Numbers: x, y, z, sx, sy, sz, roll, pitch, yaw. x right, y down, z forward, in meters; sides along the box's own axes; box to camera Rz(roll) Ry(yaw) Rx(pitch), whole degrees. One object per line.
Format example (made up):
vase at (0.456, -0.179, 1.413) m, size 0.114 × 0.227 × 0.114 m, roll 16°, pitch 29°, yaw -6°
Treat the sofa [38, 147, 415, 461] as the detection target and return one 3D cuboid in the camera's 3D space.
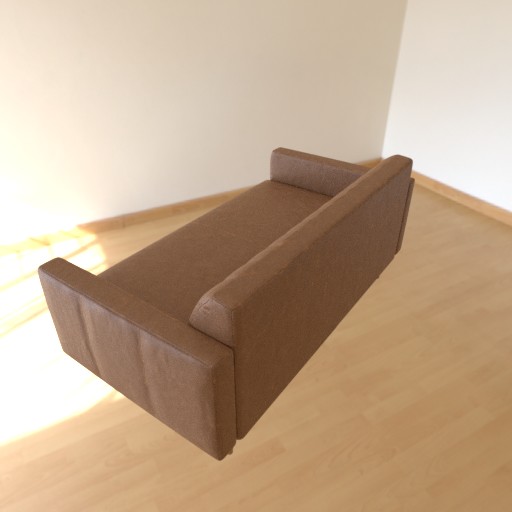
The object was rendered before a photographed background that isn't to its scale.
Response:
sofa at (0.000, 0.000, 2.329) m, size 0.993 × 0.821 × 1.847 m, roll 21°, pitch 38°, yaw 29°
